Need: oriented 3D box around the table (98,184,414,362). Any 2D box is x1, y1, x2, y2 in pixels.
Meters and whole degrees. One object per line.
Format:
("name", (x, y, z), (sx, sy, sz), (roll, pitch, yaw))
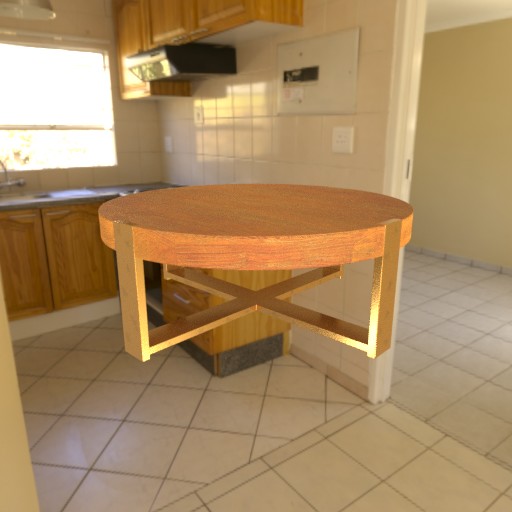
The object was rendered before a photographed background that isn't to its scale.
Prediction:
("table", (0.000, 0.000, 1.699), (1.100, 0.420, 1.100), (0, 16, 0))
